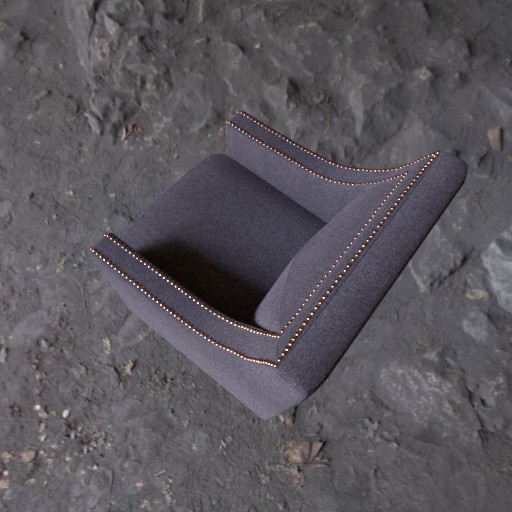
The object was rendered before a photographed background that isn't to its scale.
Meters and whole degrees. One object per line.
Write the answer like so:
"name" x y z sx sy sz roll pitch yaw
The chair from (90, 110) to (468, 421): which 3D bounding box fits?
"chair" 0.000 0.000 1.584 0.884 0.967 0.776 35 68 16
